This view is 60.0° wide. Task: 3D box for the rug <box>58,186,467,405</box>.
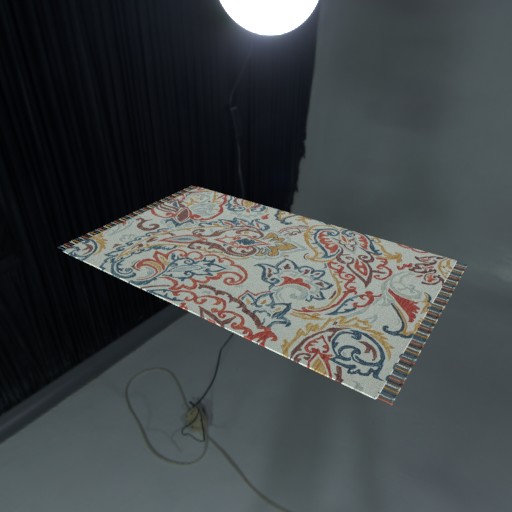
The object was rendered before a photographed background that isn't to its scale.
[{"bbox_3d":[0.000,0.000,3.224,2.584,0.010,1.523,20,36,29],"label":"rug"}]
